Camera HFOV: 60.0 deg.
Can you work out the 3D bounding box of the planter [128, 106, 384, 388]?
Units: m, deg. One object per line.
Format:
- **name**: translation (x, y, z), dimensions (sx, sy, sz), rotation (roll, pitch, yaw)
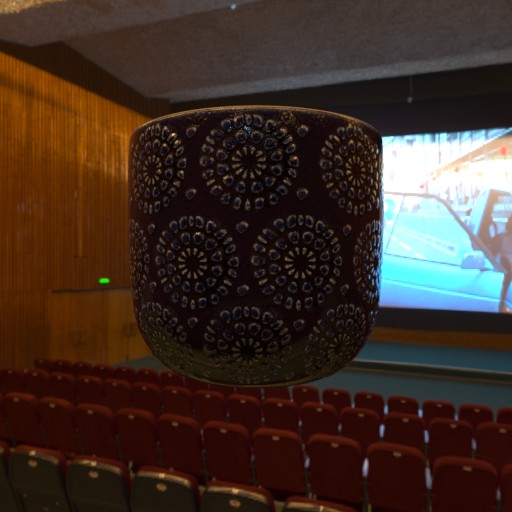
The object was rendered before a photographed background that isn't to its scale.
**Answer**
- **planter**: translation (0.000, 0.000, 0.297), dimensions (0.165, 0.149, 0.165), rotation (0, 0, 0)
